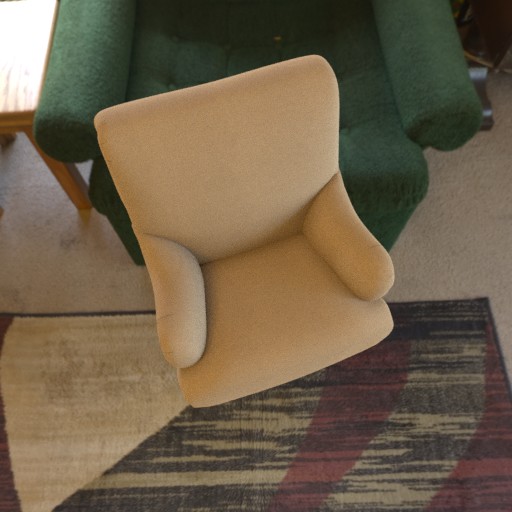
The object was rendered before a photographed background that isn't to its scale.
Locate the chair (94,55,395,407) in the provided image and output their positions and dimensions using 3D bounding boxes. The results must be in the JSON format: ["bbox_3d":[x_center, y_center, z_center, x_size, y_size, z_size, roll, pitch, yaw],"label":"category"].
[{"bbox_3d":[0.000,0.000,1.556,0.766,0.942,0.842,-18,66,-8],"label":"chair"}]
